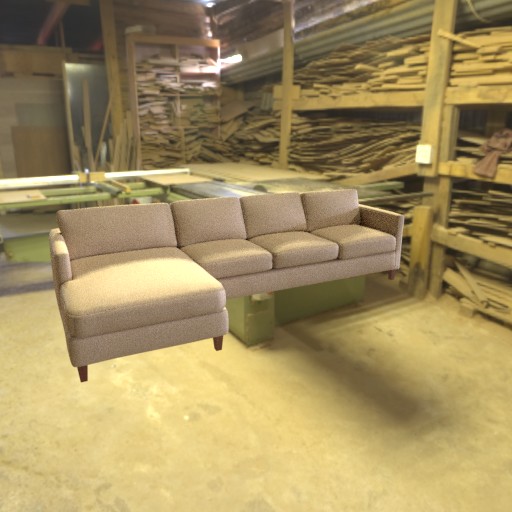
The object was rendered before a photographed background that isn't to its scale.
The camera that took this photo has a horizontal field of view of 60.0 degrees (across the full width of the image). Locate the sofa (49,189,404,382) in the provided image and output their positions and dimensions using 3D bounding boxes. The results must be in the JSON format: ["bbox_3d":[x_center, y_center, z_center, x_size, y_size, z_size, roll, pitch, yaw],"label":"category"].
[{"bbox_3d":[0.000,0.000,3.841,3.201,0.876,1.502,-8,18,-25],"label":"sofa"}]
